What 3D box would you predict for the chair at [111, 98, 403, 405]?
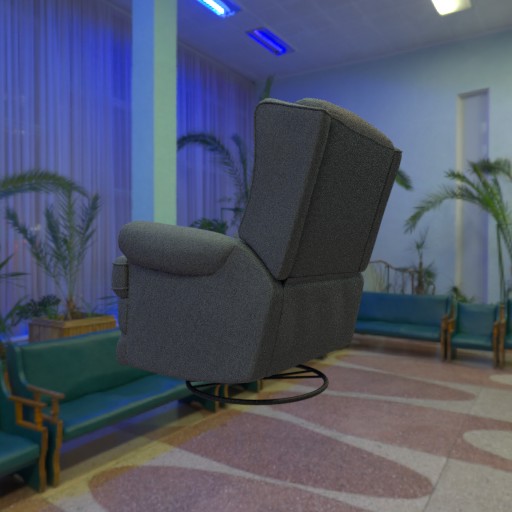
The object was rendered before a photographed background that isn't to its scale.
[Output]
[{"bbox_3d":[0.000,0.000,1.786,0.969,1.011,0.847,1,1,37],"label":"chair"}]
